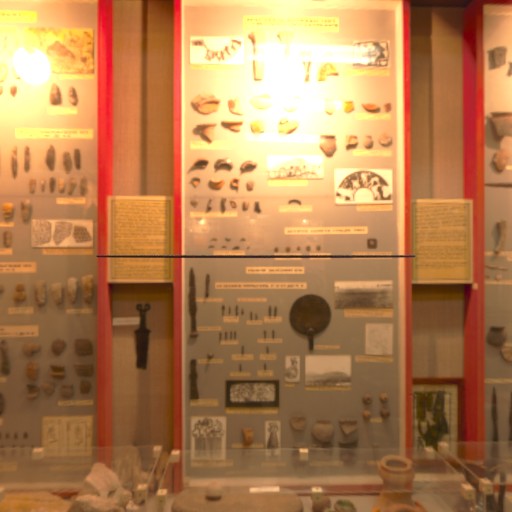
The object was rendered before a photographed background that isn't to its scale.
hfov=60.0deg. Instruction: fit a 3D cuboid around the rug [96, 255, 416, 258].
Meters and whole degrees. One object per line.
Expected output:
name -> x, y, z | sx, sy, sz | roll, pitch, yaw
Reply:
rug -> 0.000, 0.000, 2.349 | 1.591, 0.010, 1.591 | 0, 0, 0
